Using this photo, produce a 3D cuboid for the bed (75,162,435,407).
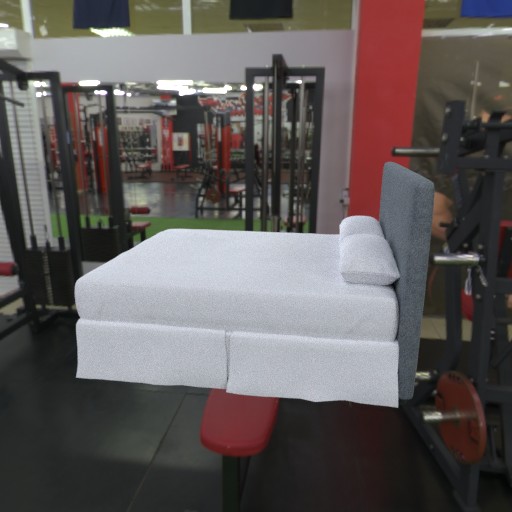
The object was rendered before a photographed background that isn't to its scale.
[{"bbox_3d":[0.000,0.000,3.330,2.142,1.330,1.713,3,16,10],"label":"bed"}]
